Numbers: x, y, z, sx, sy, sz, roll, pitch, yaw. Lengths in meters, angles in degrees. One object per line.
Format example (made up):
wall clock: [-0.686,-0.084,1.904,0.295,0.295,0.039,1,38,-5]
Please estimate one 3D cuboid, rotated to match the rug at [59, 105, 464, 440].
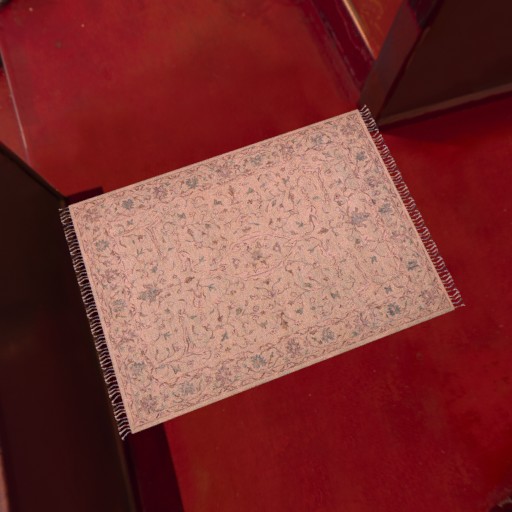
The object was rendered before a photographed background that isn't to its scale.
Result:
rug: [0.000,0.000,2.302,1.802,0.008,1.247,-20,76,-5]
